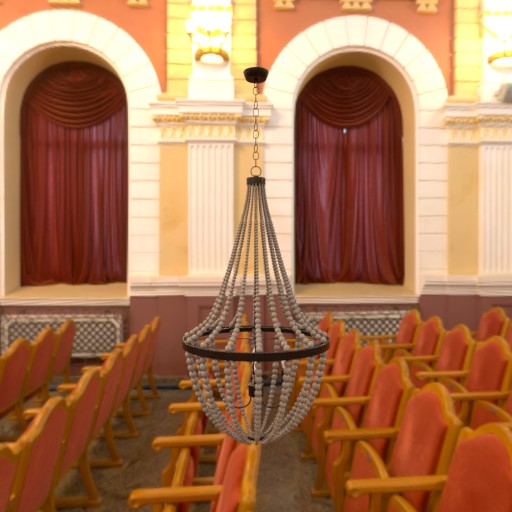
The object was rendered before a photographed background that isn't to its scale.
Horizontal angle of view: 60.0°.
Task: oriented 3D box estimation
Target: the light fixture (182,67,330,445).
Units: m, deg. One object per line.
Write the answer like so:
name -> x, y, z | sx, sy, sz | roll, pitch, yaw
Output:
light fixture -> 0.000, 0.000, 1.367 | 0.450, 1.133, 0.450 | 0, 0, 0
